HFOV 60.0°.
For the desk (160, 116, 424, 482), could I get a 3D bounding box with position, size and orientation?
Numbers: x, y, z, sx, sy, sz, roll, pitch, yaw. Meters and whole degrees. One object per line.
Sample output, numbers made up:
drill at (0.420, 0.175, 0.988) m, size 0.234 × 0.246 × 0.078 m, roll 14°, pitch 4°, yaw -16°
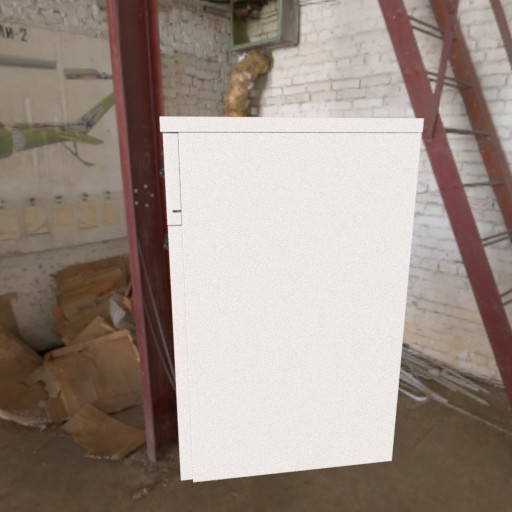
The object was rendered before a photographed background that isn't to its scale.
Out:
desk at (0.000, 0.000, 1.289) m, size 0.482 × 0.730 × 0.898 m, roll -2°, pitch 15°, yaw -8°
